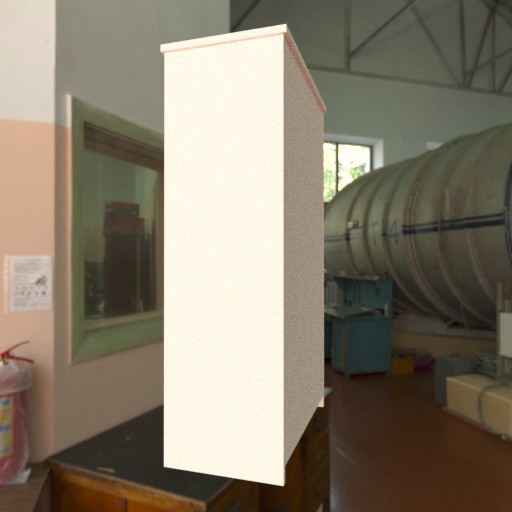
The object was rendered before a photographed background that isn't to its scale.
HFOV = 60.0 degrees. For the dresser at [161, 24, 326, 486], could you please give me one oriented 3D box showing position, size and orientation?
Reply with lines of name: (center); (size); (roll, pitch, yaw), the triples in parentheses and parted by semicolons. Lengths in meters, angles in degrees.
dresser: (0.000, 0.000, 1.594); (0.399, 1.255, 0.704); (0, 0, 18)
